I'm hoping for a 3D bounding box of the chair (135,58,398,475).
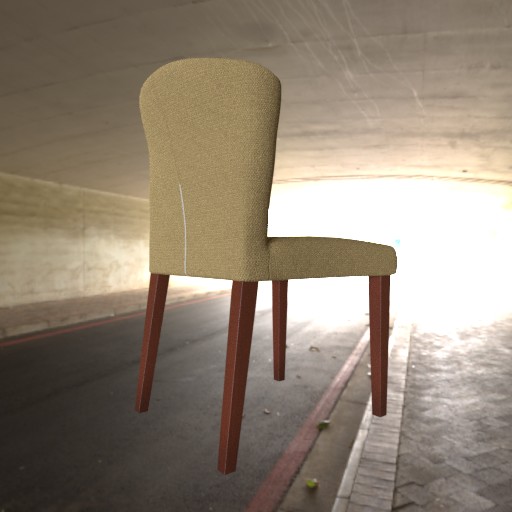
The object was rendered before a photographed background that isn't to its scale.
[{"bbox_3d":[0.000,0.000,1.173,0.589,0.839,0.491,0,1,-37],"label":"chair"}]
